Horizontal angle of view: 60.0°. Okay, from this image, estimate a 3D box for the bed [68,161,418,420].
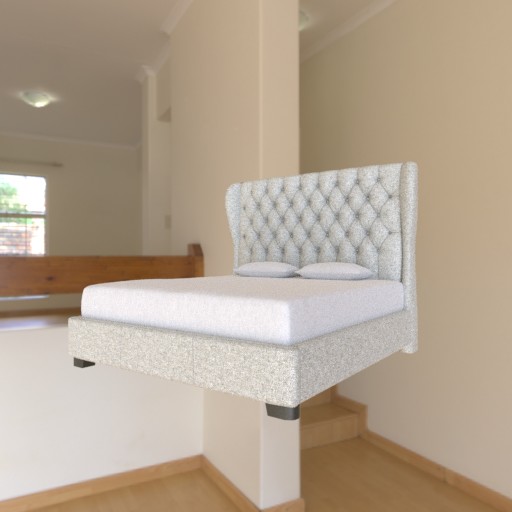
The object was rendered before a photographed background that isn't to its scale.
[{"bbox_3d":[0.000,0.000,3.903,2.219,1.771,2.347,0,0,36],"label":"bed"}]
